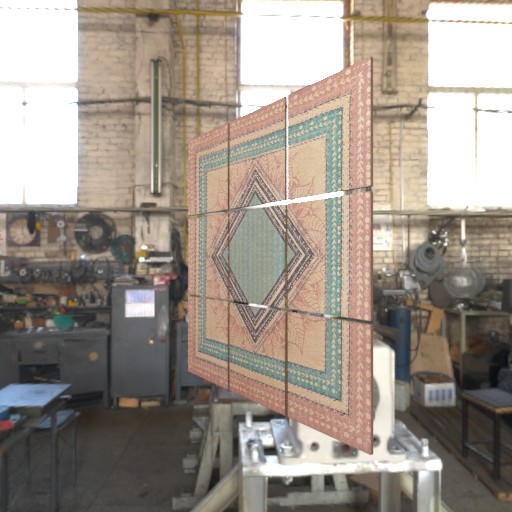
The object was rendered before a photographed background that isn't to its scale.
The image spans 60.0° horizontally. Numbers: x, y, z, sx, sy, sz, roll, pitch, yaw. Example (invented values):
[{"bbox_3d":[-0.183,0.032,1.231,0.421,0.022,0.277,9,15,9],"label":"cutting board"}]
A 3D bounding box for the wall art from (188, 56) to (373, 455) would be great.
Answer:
[{"bbox_3d":[0.000,0.000,2.319,0.014,1.525,1.527,0,0,-36],"label":"wall art"}]
